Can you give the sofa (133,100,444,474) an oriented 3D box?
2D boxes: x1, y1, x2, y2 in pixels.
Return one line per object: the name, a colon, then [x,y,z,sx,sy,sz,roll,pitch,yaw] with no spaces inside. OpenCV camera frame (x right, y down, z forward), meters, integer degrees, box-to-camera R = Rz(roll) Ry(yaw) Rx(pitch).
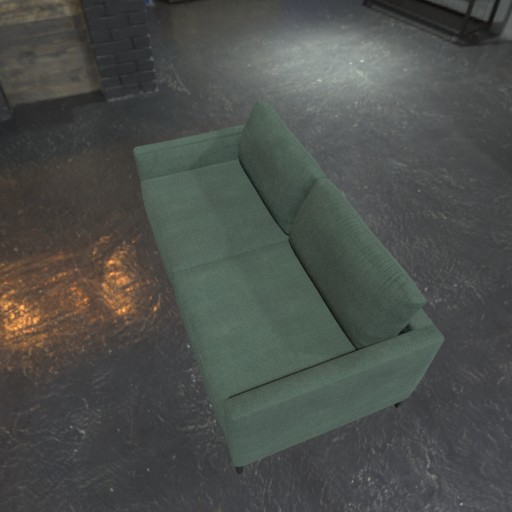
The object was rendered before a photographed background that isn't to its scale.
sofa: [0.000,0.000,2.199,0.875,0.817,1.676,-16,50,-14]
